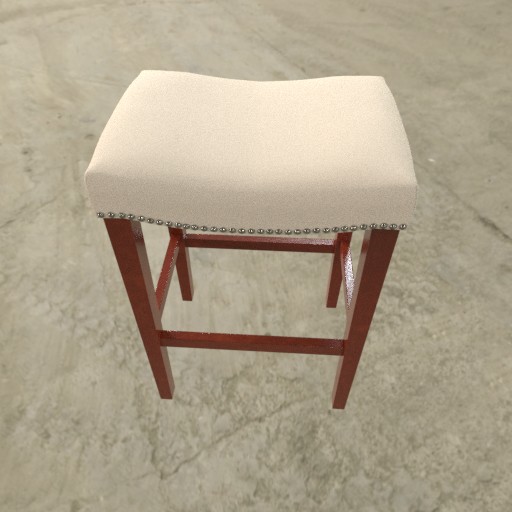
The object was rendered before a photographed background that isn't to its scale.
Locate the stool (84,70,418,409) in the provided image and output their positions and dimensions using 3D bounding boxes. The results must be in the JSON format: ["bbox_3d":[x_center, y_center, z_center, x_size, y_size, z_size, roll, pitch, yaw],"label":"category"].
[{"bbox_3d":[0.000,0.000,1.014,0.504,0.742,0.372,2,46,2],"label":"stool"}]
